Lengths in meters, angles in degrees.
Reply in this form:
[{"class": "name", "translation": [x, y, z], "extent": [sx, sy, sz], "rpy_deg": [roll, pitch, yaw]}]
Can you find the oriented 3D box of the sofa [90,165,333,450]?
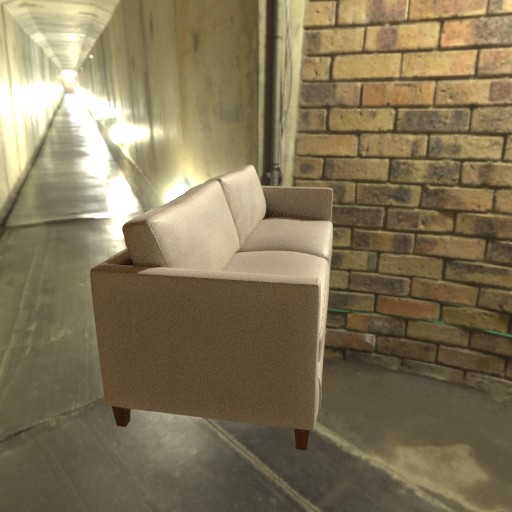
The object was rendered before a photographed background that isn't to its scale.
[{"class": "sofa", "translation": [0.000, 0.000, 2.847], "extent": [0.951, 0.968, 2.361], "rpy_deg": [3, 18, 10]}]
